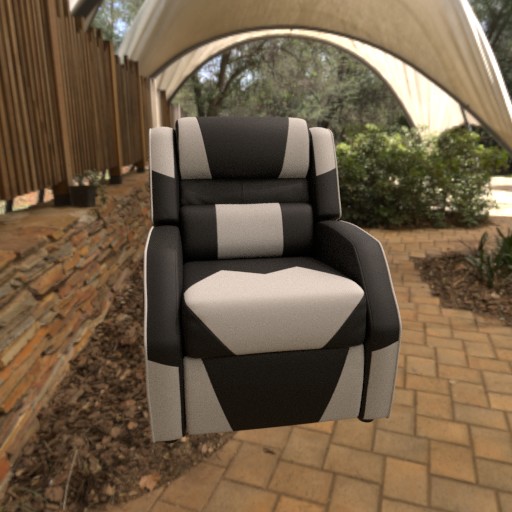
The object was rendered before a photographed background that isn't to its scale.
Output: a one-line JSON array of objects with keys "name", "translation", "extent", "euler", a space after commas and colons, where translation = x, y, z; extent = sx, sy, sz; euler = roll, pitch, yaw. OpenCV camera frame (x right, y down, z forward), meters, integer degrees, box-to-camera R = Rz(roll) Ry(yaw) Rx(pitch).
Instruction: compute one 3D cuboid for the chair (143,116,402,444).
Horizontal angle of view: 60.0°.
[{"name": "chair", "translation": [0.000, 0.000, 1.303], "extent": [0.620, 0.805, 0.672], "euler": [-2, 15, -9]}]
